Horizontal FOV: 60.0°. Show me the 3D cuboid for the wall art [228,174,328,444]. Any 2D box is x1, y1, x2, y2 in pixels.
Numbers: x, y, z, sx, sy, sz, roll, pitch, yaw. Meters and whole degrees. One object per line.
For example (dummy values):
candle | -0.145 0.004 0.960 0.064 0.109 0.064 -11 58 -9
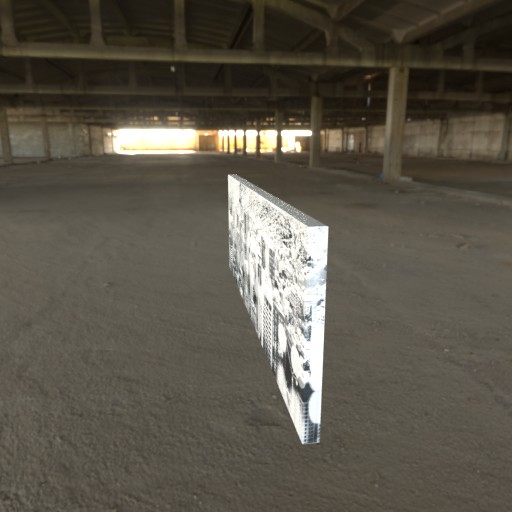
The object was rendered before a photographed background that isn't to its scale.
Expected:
wall art | 0.000 0.000 1.684 0.044 0.507 1.520 -2 15 -9
